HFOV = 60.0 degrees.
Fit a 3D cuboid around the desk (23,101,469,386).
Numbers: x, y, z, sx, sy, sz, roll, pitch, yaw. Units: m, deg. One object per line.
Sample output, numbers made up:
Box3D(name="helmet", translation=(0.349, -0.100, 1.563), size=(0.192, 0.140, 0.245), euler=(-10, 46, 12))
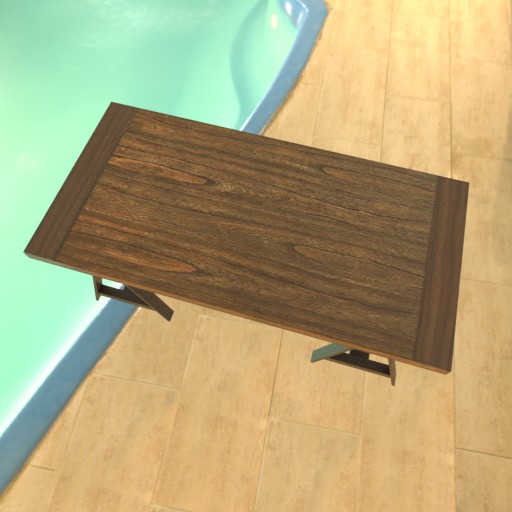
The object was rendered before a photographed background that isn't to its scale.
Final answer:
Box3D(name="desk", translation=(0.000, 0.000, 1.997), size=(1.543, 0.725, 0.784), euler=(15, 65, 7))
